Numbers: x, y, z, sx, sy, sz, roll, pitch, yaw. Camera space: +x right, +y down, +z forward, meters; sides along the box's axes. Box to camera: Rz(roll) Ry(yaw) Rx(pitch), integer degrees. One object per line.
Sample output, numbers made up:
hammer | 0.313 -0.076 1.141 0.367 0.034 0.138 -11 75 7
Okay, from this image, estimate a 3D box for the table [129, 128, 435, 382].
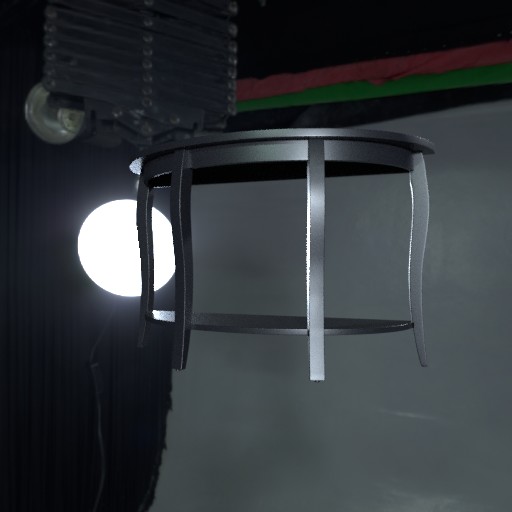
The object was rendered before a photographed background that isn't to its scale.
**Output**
table | 0.000 0.000 1.584 1.219 0.780 0.394 0 -1 18
